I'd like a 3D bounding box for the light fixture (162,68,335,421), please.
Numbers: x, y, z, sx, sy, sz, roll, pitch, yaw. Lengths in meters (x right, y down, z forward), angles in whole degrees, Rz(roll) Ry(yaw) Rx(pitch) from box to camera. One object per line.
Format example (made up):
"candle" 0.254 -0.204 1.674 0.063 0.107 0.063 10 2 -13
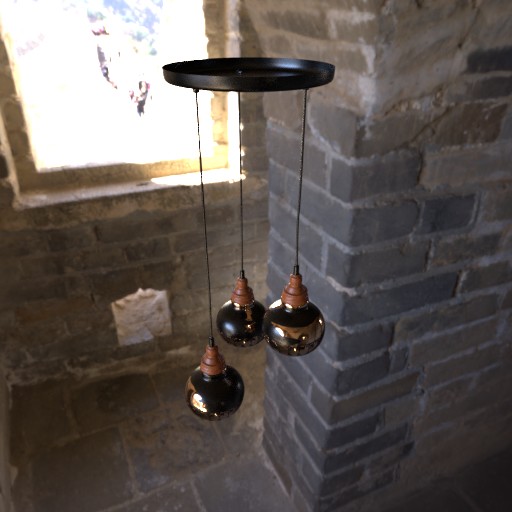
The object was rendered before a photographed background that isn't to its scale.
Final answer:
"light fixture" 0.000 0.000 1.778 0.605 1.410 0.608 8 30 14
